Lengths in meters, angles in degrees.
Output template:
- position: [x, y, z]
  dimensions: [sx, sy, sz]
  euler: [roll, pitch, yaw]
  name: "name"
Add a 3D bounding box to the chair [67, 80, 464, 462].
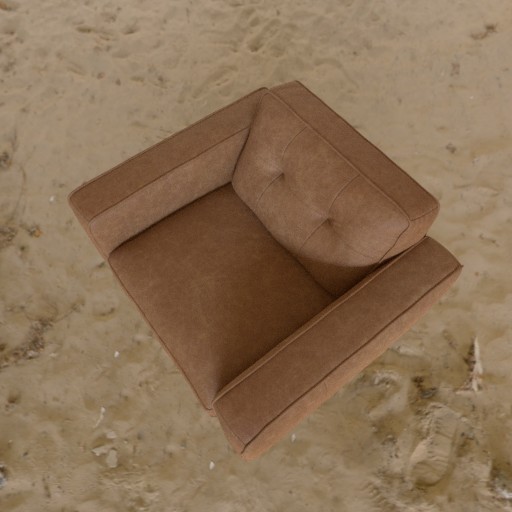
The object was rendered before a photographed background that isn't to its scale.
- position: [0.000, 0.000, 1.693]
  dimensions: [0.952, 0.782, 1.118]
  euler: [-34, 67, -17]
  name: "chair"
